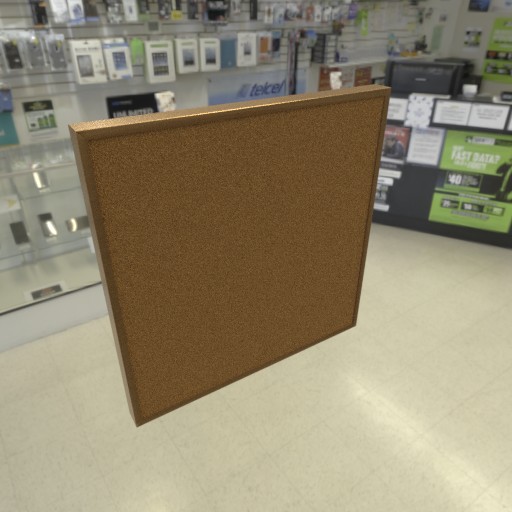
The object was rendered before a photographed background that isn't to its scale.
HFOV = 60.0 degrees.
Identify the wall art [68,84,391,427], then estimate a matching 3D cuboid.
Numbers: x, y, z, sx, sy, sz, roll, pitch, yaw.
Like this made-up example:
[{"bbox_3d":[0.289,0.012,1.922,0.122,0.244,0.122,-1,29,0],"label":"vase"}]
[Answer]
[{"bbox_3d":[0.000,0.000,0.758,0.505,0.505,0.037,-18,35,-27],"label":"wall art"}]
